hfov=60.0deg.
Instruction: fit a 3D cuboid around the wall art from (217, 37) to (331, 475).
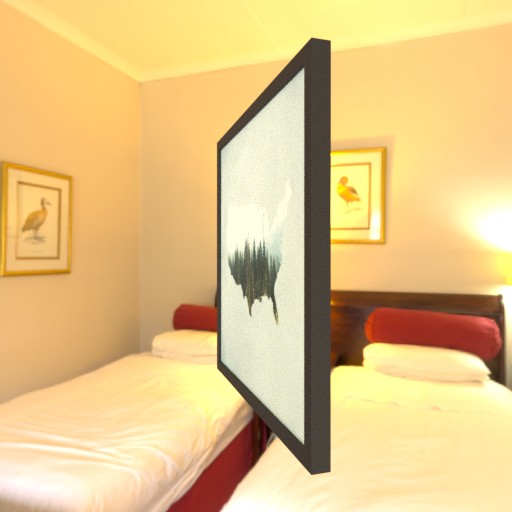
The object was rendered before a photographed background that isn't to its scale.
[{"bbox_3d":[0.000,0.000,1.141,0.038,0.763,0.763,0,0,-17],"label":"wall art"}]
